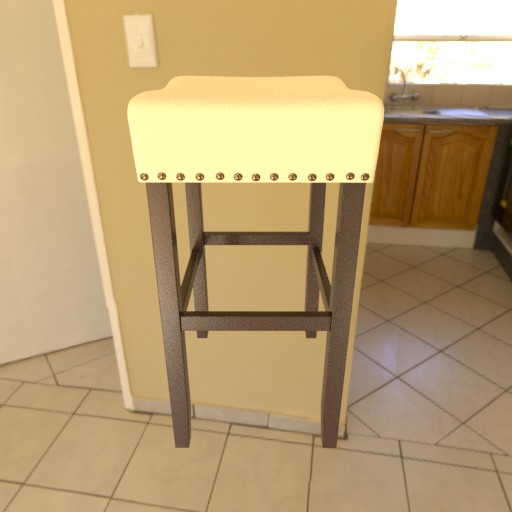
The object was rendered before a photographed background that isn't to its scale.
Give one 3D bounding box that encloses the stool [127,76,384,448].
[{"bbox_3d":[0.000,0.000,1.042,0.401,0.762,0.471,0,26,0],"label":"stool"}]
